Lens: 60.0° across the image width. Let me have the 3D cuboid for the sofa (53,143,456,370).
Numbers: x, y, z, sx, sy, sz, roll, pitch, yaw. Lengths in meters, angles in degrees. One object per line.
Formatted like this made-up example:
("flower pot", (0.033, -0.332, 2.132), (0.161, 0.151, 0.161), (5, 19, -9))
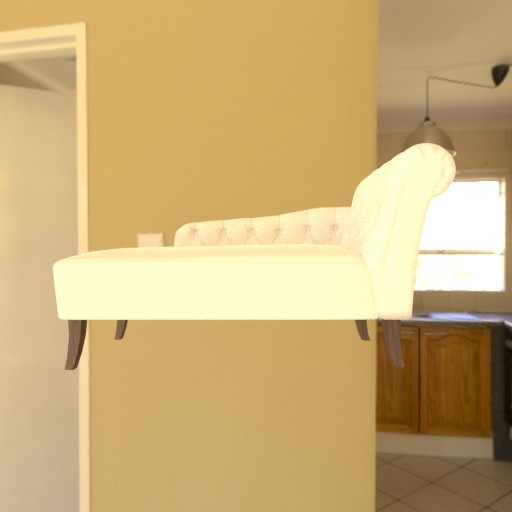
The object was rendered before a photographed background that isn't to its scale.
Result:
("sofa", (0.000, 0.000, 1.824), (1.379, 0.787, 0.675), (0, 0, 0))
